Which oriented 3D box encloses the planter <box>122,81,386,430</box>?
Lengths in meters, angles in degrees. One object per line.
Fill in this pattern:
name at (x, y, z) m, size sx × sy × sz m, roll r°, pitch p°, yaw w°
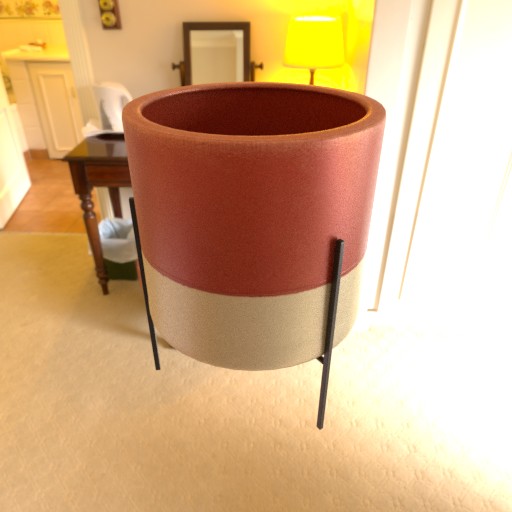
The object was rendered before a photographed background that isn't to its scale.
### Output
planter at (0.000, 0.000, 0.703) m, size 0.345 × 0.465 × 0.354 m, roll -20°, pitch 36°, yaw -30°
